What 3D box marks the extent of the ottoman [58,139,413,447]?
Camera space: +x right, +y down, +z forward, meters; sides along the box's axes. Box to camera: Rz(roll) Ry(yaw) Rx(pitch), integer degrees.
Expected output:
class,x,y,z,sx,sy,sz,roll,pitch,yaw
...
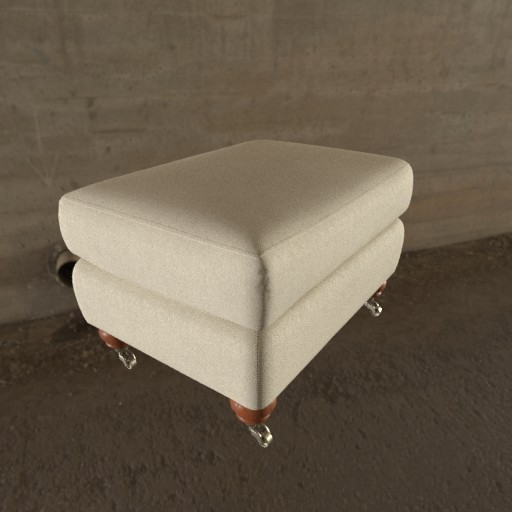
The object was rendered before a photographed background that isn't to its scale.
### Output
class,x,y,z,sx,sy,sz,roll,pitch,yaw
ottoman,0.000,0.000,1.178,0.569,0.499,0.773,17,30,32
